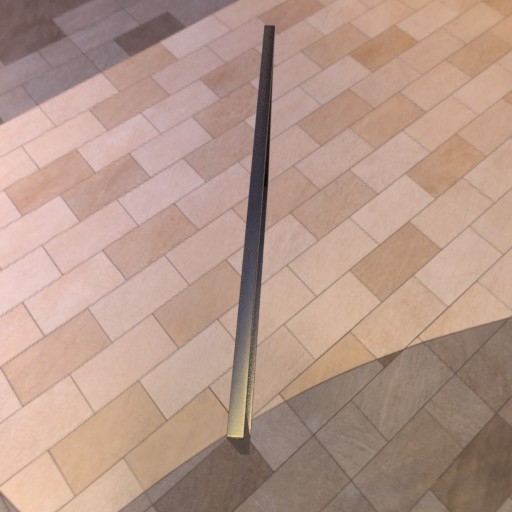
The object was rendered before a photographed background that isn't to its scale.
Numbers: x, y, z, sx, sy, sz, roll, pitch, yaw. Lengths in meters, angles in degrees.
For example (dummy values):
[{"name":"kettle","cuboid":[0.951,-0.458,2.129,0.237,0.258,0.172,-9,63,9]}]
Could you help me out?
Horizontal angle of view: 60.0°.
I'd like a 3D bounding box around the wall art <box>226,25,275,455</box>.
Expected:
[{"name":"wall art","cuboid":[0.000,0.000,0.549,0.013,0.306,0.440,4,64,2]}]
